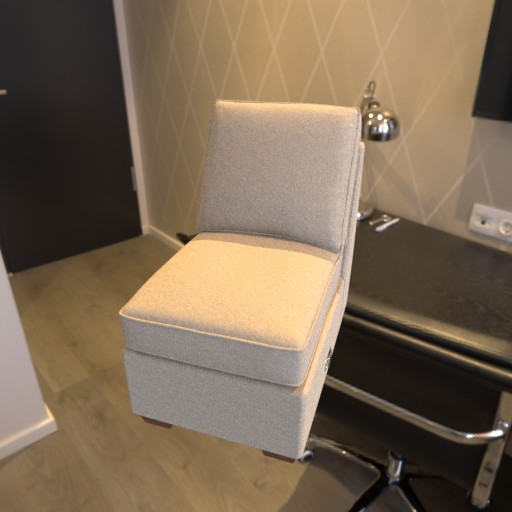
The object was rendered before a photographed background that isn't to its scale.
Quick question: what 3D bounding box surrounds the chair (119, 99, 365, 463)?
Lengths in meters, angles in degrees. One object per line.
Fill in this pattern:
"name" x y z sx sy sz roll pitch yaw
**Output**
"chair" 0.000 0.000 1.744 0.674 1.058 1.020 9 28 16
